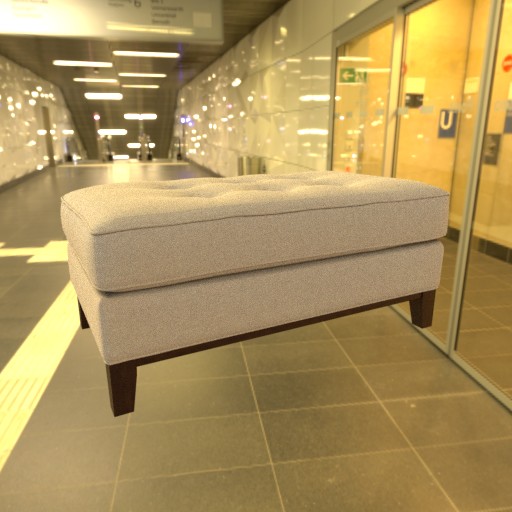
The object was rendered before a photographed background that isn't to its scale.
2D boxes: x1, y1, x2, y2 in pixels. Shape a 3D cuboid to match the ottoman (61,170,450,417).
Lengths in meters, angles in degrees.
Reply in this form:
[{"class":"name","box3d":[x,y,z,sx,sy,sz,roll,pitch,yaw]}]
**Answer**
[{"class":"ottoman","box3d":[0.000,0.000,1.498,1.143,0.508,0.648,-8,18,-27]}]
